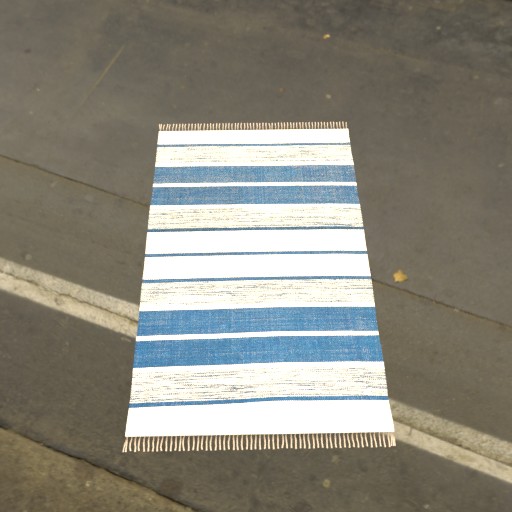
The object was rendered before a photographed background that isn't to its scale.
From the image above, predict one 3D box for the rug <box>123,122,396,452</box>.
[{"bbox_3d":[0.000,0.000,3.041,1.532,0.010,2.441,-1,62,0],"label":"rug"}]
